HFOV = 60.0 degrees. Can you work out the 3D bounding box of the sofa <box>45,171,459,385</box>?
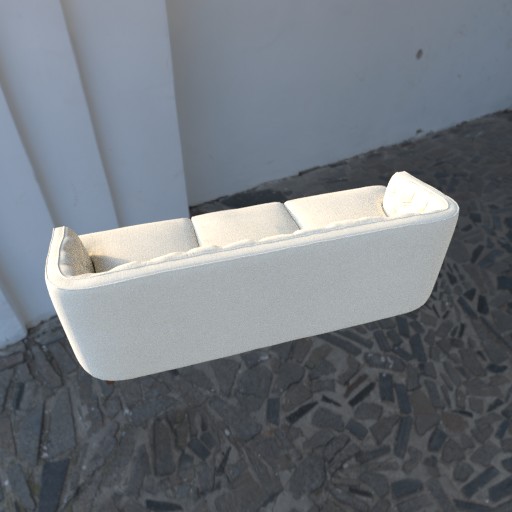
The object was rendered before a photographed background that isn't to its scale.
[{"bbox_3d":[0.000,0.000,2.726,2.278,0.855,0.941,-11,42,-12],"label":"sofa"}]
